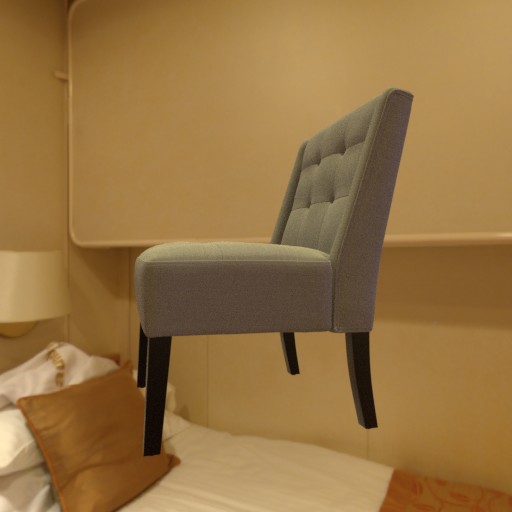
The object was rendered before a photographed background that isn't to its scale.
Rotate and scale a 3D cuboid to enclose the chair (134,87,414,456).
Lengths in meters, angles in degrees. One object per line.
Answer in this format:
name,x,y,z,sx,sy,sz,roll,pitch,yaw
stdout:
chair,0.000,0.000,1.282,0.676,0.853,0.569,0,0,-17
